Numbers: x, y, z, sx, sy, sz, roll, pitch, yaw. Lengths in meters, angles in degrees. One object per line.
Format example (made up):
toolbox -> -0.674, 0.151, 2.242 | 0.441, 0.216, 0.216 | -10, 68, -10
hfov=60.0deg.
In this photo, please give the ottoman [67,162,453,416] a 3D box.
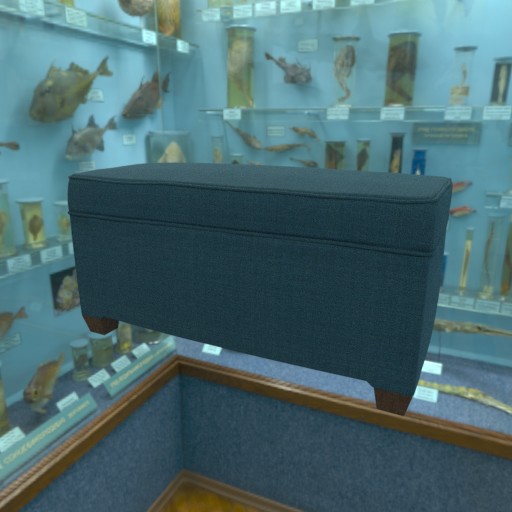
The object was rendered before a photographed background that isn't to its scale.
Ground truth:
ottoman -> 0.000, 0.000, 1.217 | 0.943, 0.474, 0.474 | 8, 18, 25
